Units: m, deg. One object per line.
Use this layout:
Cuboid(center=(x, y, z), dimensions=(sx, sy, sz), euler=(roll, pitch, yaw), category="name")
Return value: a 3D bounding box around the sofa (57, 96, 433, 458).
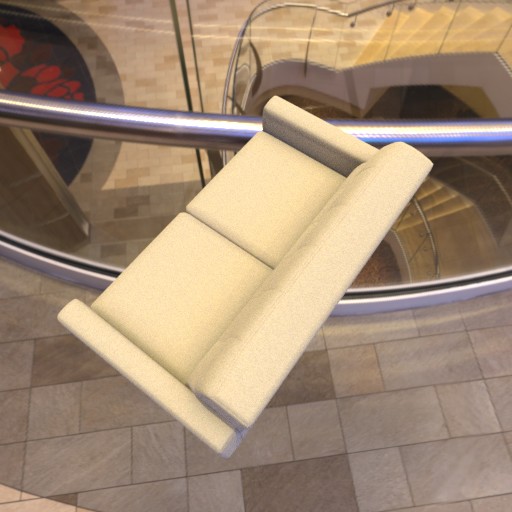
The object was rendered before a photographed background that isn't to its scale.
Cuboid(center=(0.000, 0.000, 2.231), dimensions=(0.980, 0.892, 1.655), euler=(34, 68, 16), category="sofa")
